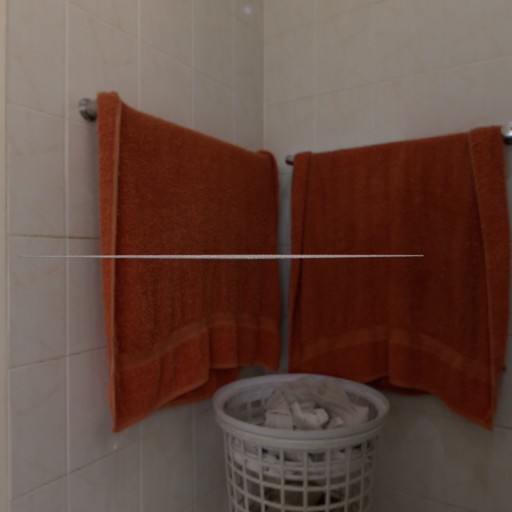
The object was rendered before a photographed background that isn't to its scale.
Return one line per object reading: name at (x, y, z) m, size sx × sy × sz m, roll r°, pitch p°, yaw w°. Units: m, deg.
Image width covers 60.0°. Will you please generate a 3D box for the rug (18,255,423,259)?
rug at (0.000, 0.000, 2.298) m, size 1.217 × 0.005 × 1.818 m, roll 0°, pitch 0°, yaw 35°
